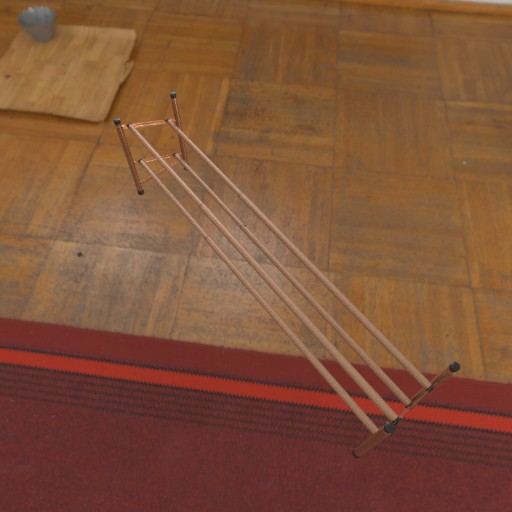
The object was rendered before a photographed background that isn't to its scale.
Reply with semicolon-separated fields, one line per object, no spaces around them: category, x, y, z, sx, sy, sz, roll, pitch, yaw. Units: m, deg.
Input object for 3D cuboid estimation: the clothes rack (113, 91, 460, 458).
clothes rack;0.000;0.000;1.312;0.229;0.349;1.168;-33;64;-19
